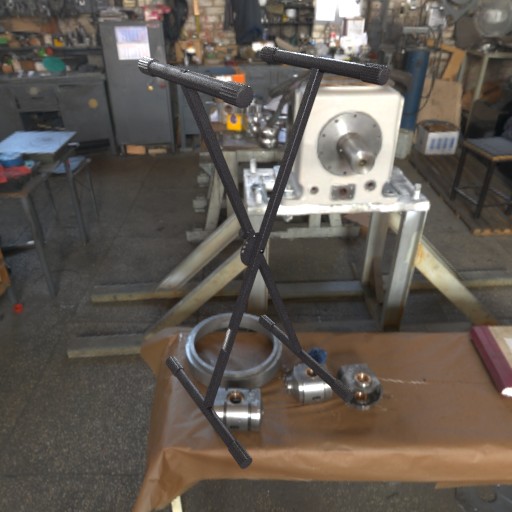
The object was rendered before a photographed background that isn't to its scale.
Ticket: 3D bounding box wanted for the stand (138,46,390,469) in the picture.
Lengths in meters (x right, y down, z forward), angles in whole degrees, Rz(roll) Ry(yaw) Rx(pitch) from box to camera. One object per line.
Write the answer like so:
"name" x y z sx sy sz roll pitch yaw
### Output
"stand" 0.000 0.000 1.157 0.409 0.940 0.449 -20 37 -29
